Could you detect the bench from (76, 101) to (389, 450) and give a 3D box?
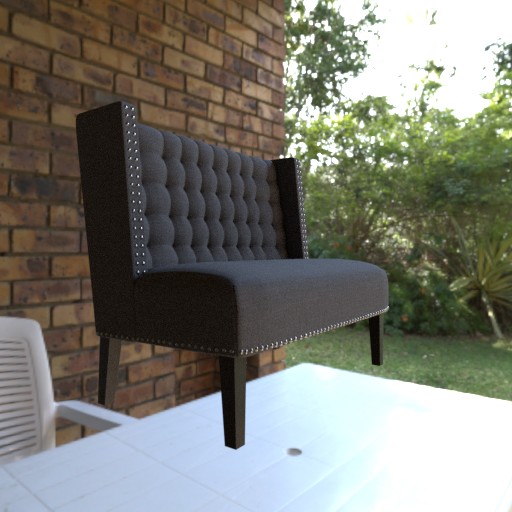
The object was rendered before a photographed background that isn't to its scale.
[{"bbox_3d":[0.000,0.000,2.000,0.842,1.121,1.276,1,1,36],"label":"bench"}]
